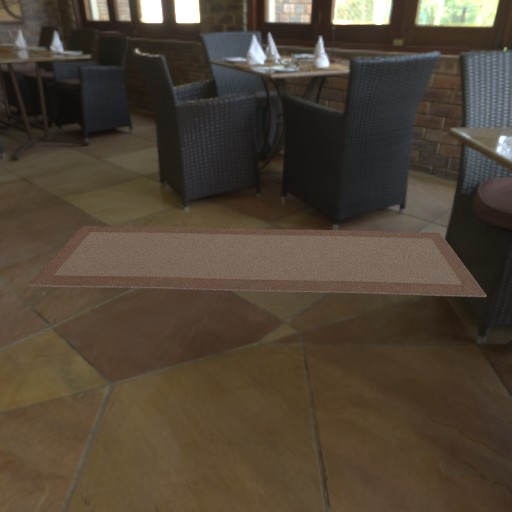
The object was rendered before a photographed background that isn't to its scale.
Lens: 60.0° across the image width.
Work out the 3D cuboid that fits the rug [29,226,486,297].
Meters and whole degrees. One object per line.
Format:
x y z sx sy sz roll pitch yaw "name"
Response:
0.000 0.000 2.678 2.430 0.012 0.767 1 29 2 "rug"
